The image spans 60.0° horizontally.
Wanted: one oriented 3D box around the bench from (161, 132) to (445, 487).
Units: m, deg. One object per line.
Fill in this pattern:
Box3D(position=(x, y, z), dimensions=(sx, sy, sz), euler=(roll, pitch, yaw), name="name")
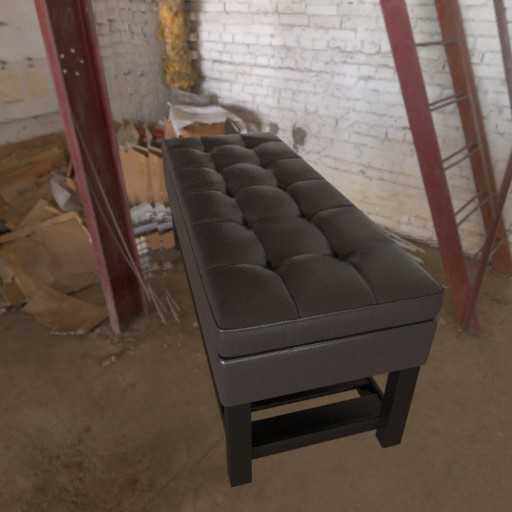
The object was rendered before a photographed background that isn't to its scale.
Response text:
Box3D(position=(0.000, 0.000, 1.312), dimensions=(0.432, 0.460, 1.105), euler=(-8, 32, -13), name="bench")
